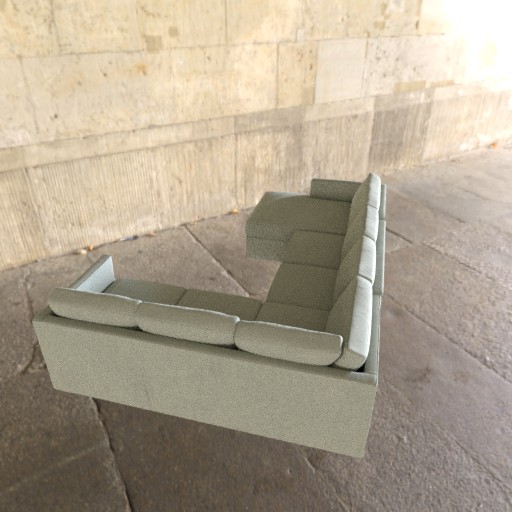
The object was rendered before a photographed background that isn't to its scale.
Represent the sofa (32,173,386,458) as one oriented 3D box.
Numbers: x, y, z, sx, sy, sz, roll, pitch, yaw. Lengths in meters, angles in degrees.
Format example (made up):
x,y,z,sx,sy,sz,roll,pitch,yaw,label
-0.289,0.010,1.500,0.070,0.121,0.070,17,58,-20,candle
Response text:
x,y,z,sx,sy,sz,roll,pitch,yaw,label
0.000,0.000,4.447,2.440,0.869,3.434,8,31,13,sofa
